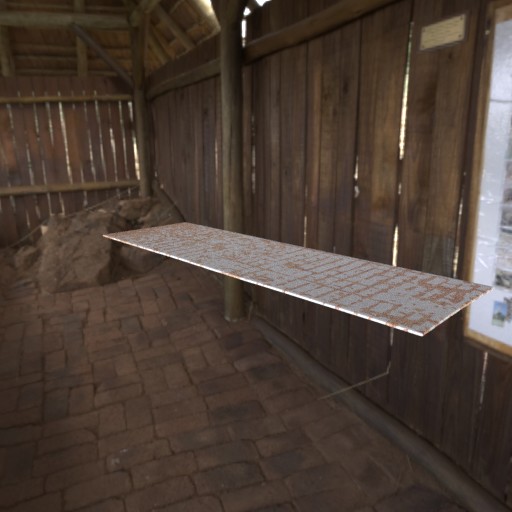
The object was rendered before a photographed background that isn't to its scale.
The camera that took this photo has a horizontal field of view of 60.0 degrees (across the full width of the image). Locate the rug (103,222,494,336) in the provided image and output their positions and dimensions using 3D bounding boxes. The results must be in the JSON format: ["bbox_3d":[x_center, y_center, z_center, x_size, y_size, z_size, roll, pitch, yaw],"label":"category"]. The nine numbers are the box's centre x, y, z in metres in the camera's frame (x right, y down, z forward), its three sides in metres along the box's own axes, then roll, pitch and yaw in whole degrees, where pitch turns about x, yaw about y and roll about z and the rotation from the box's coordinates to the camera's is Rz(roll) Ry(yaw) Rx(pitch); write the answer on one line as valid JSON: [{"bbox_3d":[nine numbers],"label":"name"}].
[{"bbox_3d":[0.000,0.000,2.667,0.750,0.011,2.435,-14,20,-43],"label":"rug"}]
